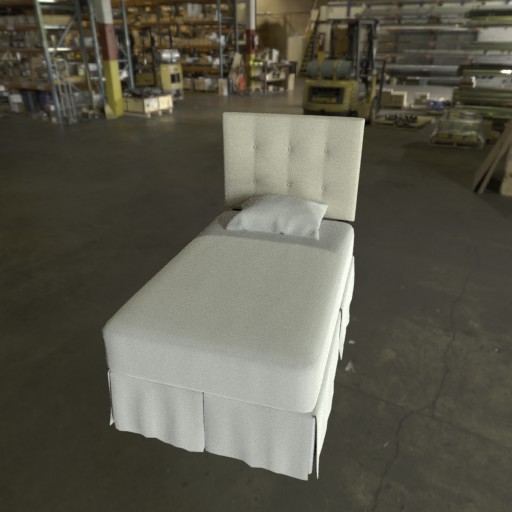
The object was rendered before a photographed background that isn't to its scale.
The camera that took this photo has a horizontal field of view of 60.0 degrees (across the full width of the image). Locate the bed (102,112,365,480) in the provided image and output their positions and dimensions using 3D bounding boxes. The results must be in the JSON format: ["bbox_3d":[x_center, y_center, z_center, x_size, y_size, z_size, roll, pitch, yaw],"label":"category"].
[{"bbox_3d":[0.000,0.000,2.988,1.261,1.571,1.997,7,27,15],"label":"bed"}]
